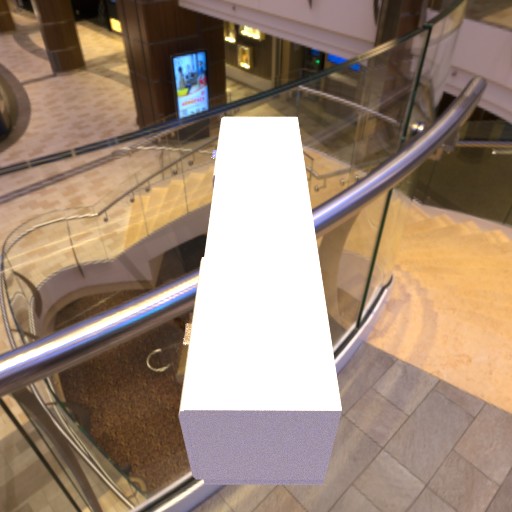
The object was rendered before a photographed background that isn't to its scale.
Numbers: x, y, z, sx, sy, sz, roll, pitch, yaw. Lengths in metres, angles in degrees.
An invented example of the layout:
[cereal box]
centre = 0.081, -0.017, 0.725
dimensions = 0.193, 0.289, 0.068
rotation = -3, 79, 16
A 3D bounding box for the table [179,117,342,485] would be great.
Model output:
[table]
centre = 0.000, 0.000, 1.740
dimensions = 0.400, 0.440, 1.550
rotation = 0, 42, 0
